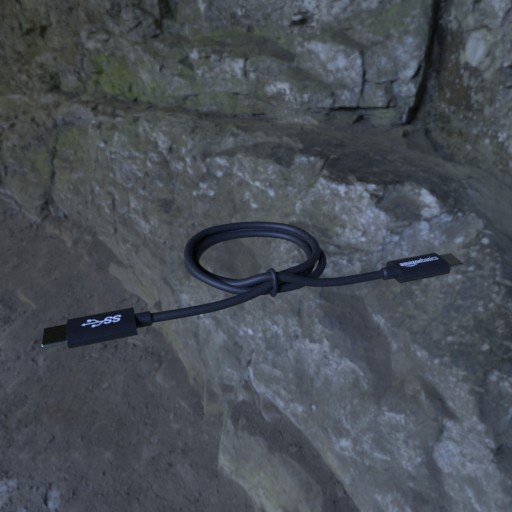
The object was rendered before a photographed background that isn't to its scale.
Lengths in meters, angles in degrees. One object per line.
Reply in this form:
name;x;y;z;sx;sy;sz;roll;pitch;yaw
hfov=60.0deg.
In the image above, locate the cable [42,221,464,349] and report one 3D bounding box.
cable;0.000;0.000;0.212;0.186;0.014;0.070;-10;33;-15
